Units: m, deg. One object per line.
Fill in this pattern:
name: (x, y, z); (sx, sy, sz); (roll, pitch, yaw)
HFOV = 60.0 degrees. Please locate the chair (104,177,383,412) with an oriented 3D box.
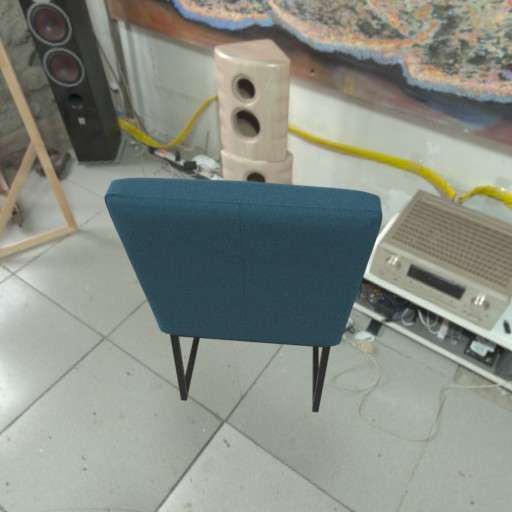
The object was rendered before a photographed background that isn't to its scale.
chair: (0.000, 0.000, 1.322); (0.520, 0.930, 0.634); (4, 47, 4)
